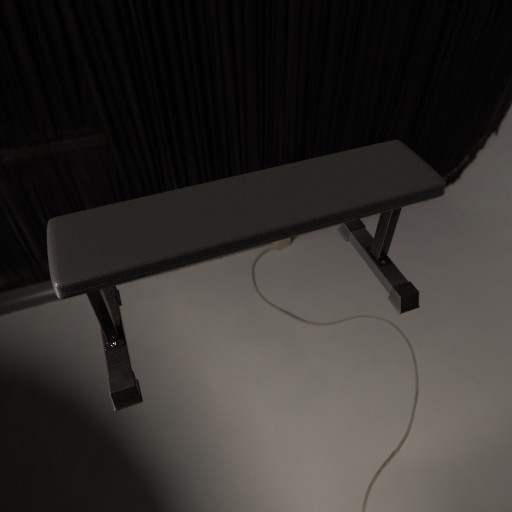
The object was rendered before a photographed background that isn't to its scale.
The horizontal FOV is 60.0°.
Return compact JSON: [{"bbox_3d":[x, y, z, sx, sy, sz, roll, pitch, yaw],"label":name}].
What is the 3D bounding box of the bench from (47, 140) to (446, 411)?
[{"bbox_3d":[0.000,0.000,1.342,1.072,0.453,0.439,-16,49,-14],"label":"bench"}]
